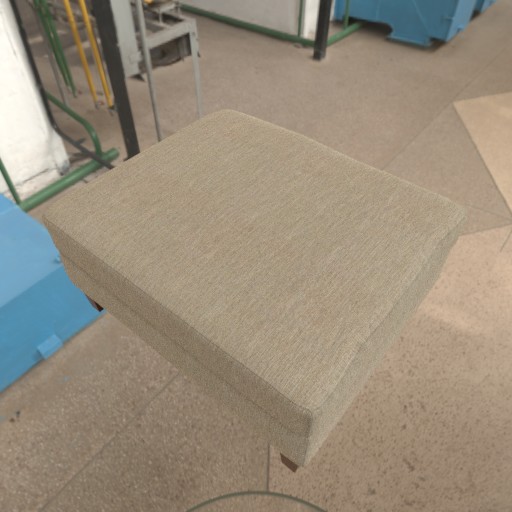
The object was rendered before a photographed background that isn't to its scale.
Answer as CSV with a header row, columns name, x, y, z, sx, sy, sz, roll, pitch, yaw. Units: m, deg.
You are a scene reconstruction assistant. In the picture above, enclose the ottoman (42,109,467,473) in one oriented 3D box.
name,x,y,z,sx,sy,sz,roll,pitch,yaw
ottoman,0.000,0.000,1.425,0.976,0.492,0.836,31,53,26
